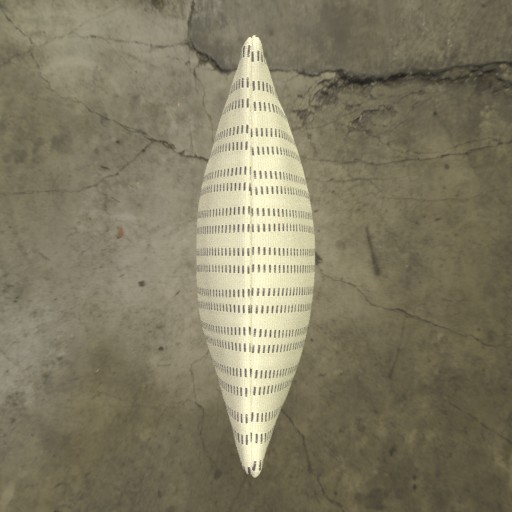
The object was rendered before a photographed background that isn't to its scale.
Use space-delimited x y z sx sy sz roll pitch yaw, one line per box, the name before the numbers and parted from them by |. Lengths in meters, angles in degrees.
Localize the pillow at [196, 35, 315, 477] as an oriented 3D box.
pillow | 0.000 0.000 0.800 0.210 0.353 0.640 0 90 -1
